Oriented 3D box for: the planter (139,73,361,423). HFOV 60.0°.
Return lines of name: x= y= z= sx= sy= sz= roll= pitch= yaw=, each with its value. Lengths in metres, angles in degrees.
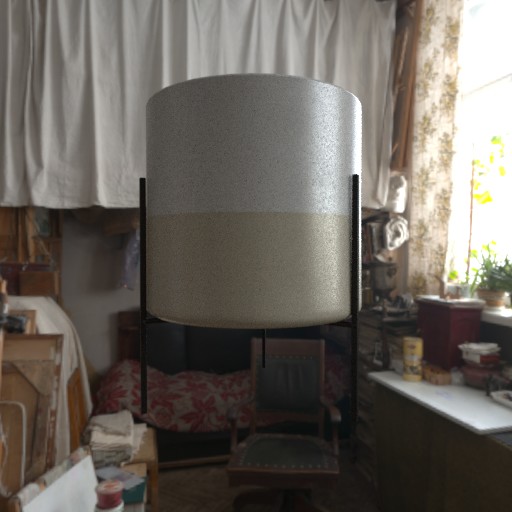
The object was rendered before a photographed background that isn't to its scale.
planter: x=0.000 y=0.000 z=0.753 sx=0.368 sy=0.484 sz=0.359 roll=1 pitch=2 yaw=36
